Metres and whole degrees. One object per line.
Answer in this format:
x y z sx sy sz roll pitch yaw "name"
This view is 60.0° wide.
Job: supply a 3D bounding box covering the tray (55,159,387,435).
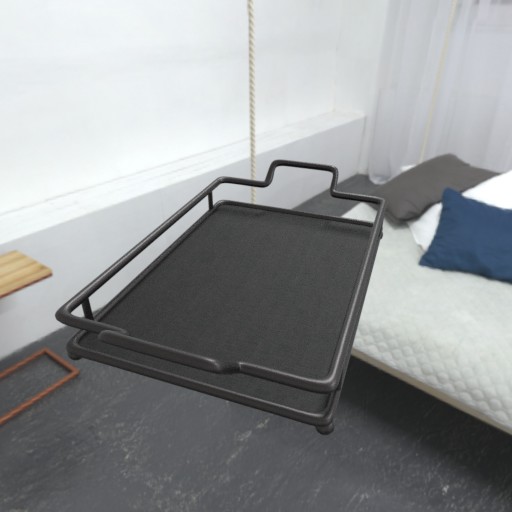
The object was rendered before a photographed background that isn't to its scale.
0.000 0.000 0.587 0.297 0.101 0.495 11 33 17 "tray"
